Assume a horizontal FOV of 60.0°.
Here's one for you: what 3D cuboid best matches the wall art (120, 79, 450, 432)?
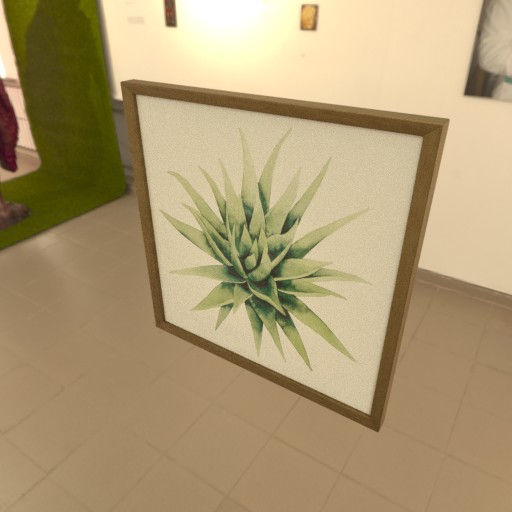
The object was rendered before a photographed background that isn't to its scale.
[{"bbox_3d":[0.000,0.000,0.736,0.503,0.506,0.030,18,35,28],"label":"wall art"}]
